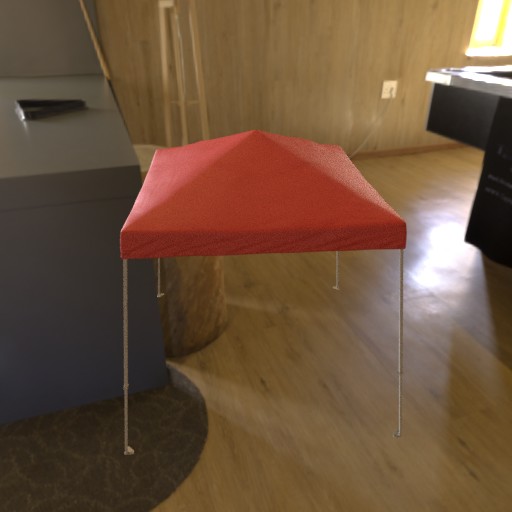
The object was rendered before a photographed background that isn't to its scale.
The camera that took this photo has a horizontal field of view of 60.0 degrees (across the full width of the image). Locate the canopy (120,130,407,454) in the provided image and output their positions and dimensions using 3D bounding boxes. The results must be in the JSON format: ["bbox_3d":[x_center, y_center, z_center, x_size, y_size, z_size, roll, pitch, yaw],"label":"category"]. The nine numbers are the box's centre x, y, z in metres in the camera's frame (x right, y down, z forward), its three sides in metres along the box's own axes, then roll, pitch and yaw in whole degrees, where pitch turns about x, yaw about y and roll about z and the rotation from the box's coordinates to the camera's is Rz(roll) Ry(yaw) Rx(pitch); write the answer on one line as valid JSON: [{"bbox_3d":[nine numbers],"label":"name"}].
[{"bbox_3d":[0.000,0.000,6.402,3.600,3.600,3.599,-2,29,-4],"label":"canopy"}]
